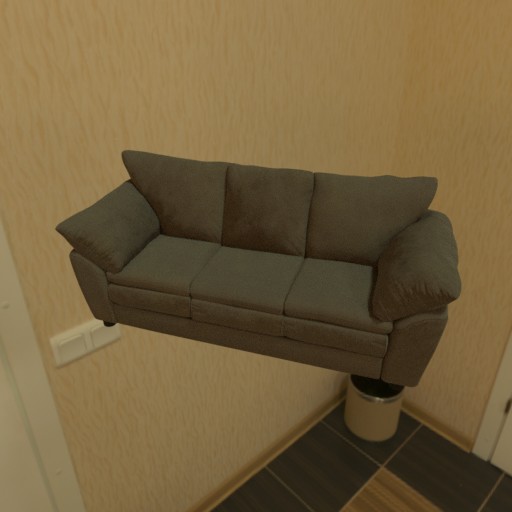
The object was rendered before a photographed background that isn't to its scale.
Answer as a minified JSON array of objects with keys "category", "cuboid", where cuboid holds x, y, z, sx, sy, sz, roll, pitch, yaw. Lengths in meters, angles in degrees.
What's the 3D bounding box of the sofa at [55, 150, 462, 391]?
[{"category":"sofa","cuboid":[0.000,0.000,2.853,2.336,1.073,0.878,9,29,16]}]
